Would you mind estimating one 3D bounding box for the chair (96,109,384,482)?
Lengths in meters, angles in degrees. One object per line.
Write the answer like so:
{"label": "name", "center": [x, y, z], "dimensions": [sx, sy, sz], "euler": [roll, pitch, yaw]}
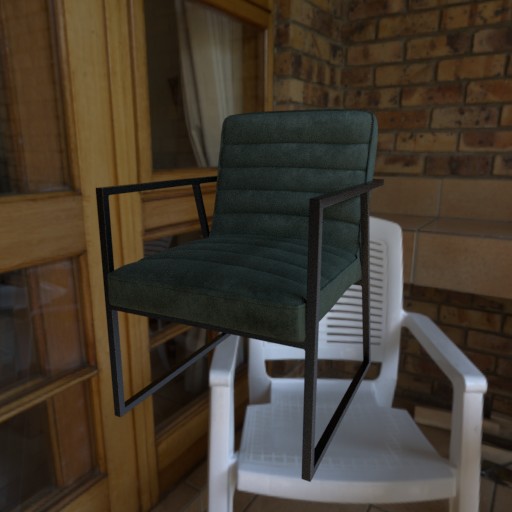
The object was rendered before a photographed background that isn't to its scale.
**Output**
{"label": "chair", "center": [0.000, 0.000, 1.267], "dimensions": [0.571, 0.833, 0.677], "euler": [7, 15, 26]}
